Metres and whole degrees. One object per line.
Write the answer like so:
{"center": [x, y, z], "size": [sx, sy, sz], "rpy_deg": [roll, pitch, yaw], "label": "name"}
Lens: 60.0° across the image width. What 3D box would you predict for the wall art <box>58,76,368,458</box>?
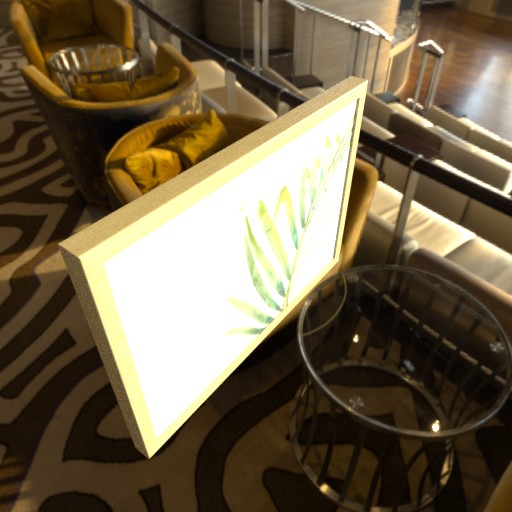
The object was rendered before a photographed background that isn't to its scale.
{"center": [0.000, 0.000, 0.668], "size": [0.032, 0.381, 0.533], "rpy_deg": [27, 48, 28], "label": "wall art"}
